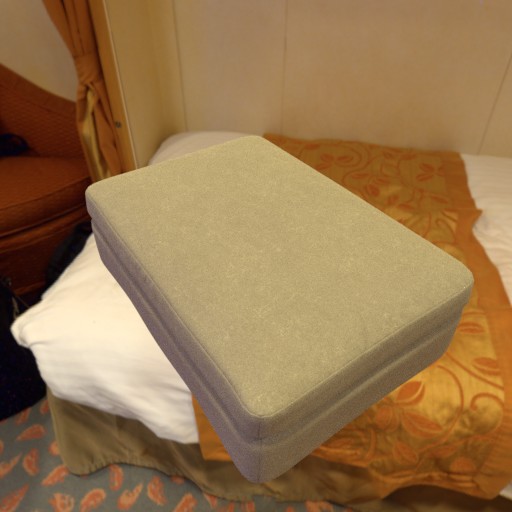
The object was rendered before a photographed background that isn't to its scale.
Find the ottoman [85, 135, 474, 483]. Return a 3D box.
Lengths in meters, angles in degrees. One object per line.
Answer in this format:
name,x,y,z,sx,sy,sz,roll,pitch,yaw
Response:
ottoman,0.000,0.000,1.579,0.840,0.429,1.199,-24,46,-26
